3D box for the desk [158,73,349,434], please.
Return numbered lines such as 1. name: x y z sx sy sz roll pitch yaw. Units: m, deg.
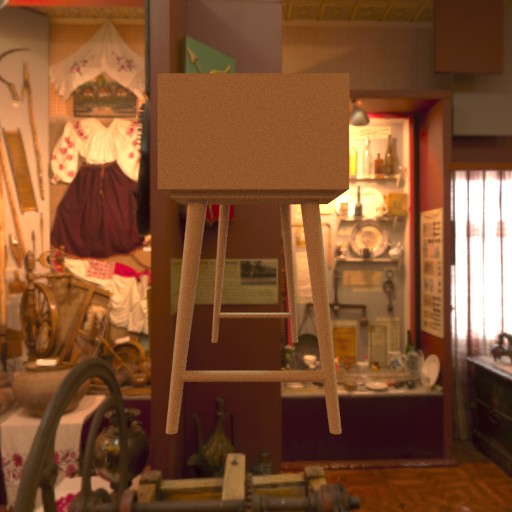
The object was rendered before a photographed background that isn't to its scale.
1. desk: 0.000 0.000 1.456 0.409 0.761 1.069 0 0 0
